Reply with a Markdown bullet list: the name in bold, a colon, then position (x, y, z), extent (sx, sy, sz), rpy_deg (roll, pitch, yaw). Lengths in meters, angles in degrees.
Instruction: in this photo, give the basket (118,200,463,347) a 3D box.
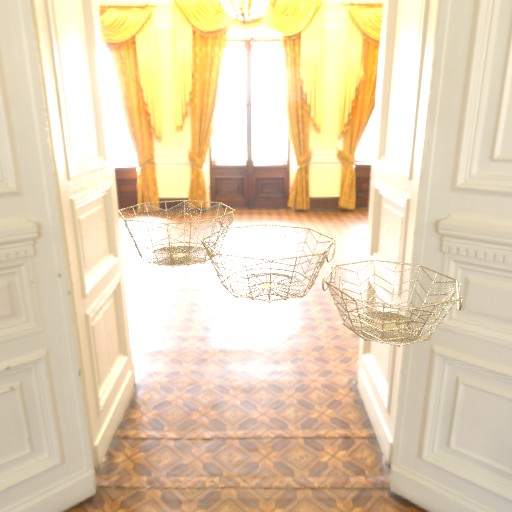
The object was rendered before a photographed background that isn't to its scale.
- **basket**: position (0.000, 0.000, 1.389), extent (1.246, 0.178, 0.432), rpy_deg (16, 23, 42)
